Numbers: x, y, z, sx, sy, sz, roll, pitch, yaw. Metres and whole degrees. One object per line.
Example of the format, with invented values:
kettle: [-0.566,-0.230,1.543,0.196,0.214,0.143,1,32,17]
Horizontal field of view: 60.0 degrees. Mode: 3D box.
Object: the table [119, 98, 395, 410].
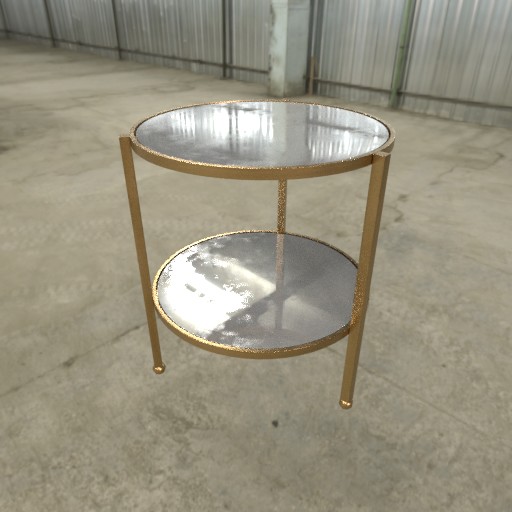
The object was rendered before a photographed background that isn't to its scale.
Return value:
table: [0.000,0.000,0.464,0.243,0.269,0.231,-8,31,-14]
